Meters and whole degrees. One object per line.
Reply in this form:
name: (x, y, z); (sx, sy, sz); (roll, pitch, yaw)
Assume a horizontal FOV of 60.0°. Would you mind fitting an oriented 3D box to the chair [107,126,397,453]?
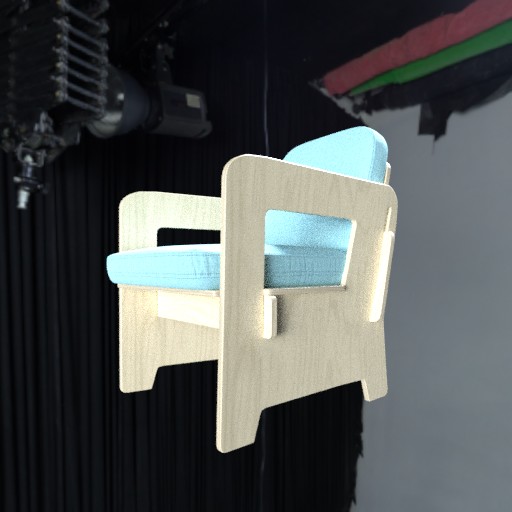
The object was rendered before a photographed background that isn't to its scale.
chair: (0.000, 0.000, 1.270); (0.710, 0.800, 0.590); (1, -2, -37)
